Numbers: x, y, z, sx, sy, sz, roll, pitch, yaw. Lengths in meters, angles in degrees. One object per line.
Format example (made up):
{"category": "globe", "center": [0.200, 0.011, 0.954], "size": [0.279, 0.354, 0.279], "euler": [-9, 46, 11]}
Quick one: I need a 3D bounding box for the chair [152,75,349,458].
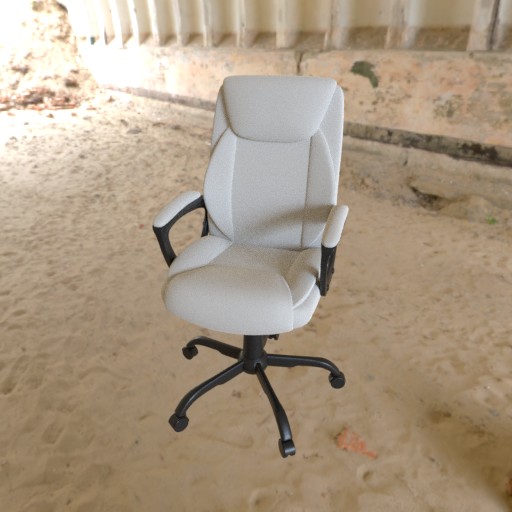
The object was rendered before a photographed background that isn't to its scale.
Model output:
{"category": "chair", "center": [0.000, 0.000, 1.455], "size": [0.663, 1.065, 0.669], "euler": [7, 27, 15]}
